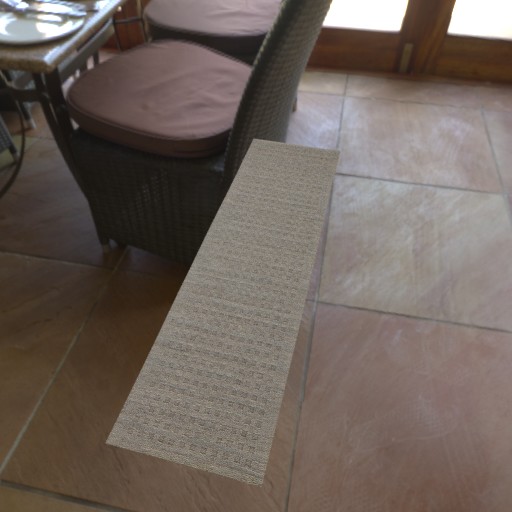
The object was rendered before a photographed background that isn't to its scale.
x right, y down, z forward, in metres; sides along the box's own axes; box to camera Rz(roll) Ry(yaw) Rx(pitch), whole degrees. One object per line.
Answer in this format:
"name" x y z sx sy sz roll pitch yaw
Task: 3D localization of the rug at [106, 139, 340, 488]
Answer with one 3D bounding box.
"rug" 0.000 0.000 2.632 0.688 0.005 2.437 11 48 10
